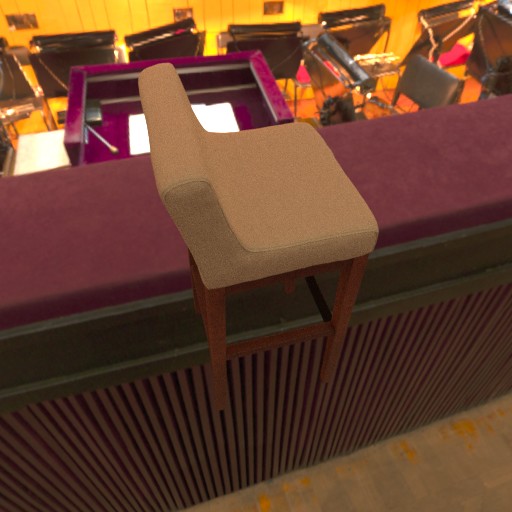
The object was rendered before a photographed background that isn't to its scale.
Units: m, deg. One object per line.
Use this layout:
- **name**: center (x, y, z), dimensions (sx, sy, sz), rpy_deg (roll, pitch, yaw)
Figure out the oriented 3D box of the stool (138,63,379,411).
- **stool**: center (0.000, 0.000, 1.369), dimensions (0.500, 1.037, 0.511), rpy_deg (-11, 48, -10)
